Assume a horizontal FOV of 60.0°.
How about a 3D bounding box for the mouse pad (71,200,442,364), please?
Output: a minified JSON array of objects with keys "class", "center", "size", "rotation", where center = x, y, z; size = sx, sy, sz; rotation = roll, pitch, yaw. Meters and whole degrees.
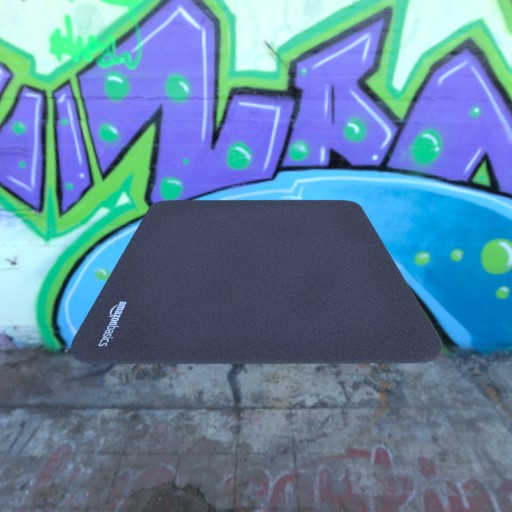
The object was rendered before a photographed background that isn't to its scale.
[{"class":"mouse pad","center":[0.000,0.000,0.348],"size":[0.211,0.002,0.249],"rotation":[0,27,0]}]
